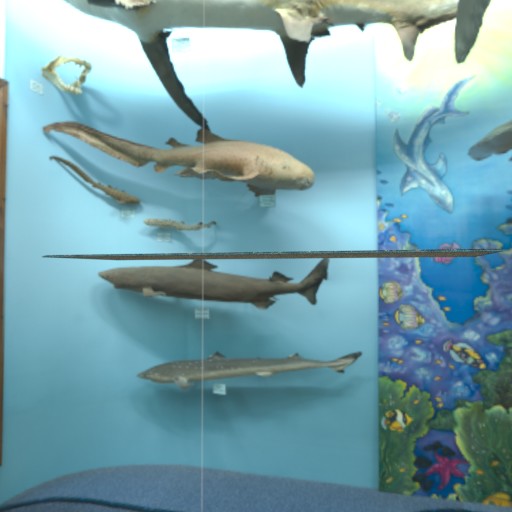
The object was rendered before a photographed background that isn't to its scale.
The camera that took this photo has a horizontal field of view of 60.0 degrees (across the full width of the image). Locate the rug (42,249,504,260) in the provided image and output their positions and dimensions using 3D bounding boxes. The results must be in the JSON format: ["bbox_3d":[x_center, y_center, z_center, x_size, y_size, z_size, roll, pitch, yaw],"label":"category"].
[{"bbox_3d":[0.000,0.000,2.435,2.292,0.014,0.685,-1,-2,18],"label":"rug"}]
